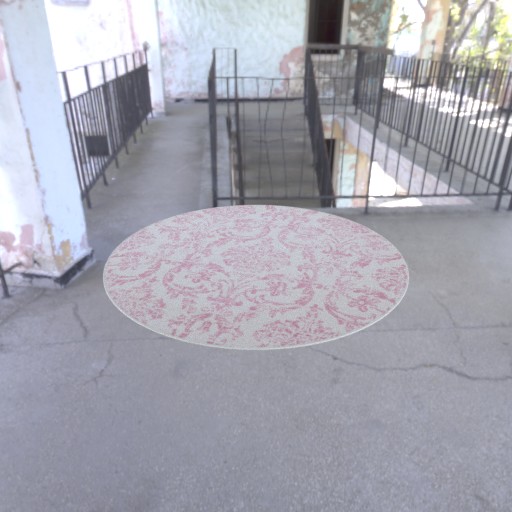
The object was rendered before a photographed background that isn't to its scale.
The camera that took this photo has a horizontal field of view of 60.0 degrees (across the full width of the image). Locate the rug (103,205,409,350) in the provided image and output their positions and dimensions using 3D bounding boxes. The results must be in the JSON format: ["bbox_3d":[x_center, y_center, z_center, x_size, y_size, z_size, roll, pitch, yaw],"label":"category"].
[{"bbox_3d":[0.000,0.000,2.414,1.593,0.012,1.593,0,27,0],"label":"rug"}]
